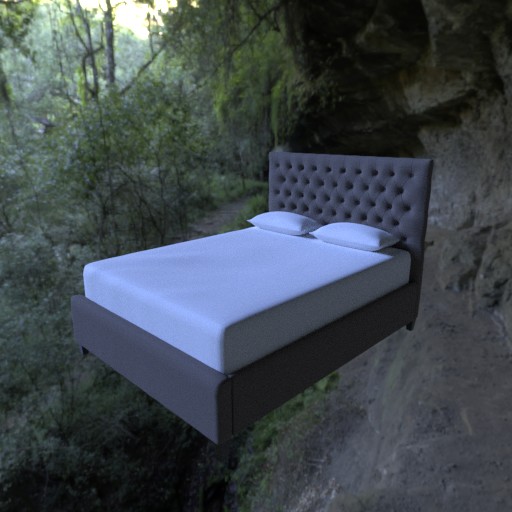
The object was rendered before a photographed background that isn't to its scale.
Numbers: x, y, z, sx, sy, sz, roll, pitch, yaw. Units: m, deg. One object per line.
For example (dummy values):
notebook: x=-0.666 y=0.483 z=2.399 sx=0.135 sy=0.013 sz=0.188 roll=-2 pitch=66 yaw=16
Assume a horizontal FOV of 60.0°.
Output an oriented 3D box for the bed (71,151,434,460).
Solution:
bed: x=0.000 y=0.000 z=3.387 sx=1.696 sy=1.426 sz=2.233 roll=15 pitch=22 yaw=42
